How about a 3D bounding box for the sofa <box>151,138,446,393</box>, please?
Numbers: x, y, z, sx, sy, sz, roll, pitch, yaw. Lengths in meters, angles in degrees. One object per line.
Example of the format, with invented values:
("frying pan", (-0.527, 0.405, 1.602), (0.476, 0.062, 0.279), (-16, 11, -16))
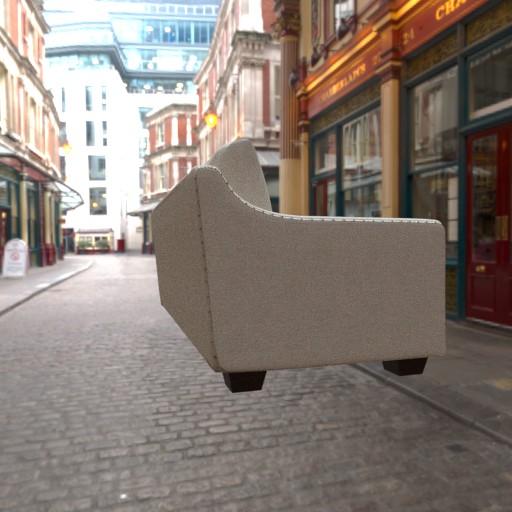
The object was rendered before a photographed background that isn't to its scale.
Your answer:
("sofa", (0.000, 0.000, 2.705), (1.104, 0.983, 2.107), (0, 1, -17))
